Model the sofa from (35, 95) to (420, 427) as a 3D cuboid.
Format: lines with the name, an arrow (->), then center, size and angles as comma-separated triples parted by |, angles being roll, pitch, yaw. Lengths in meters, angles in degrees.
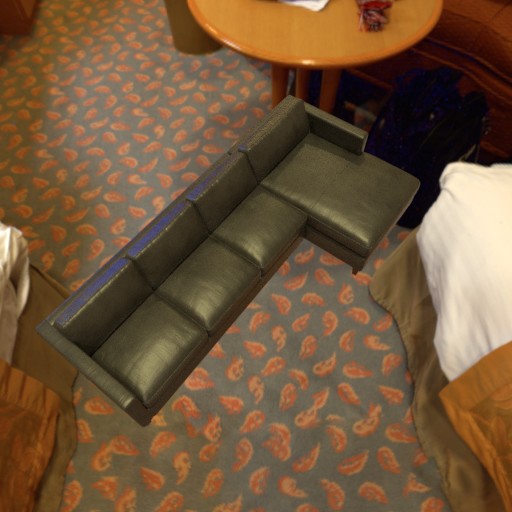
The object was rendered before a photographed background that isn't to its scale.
sofa -> 0.000, 0.000, 3.836 | 1.581, 0.883, 3.203 | 33, 64, 18
